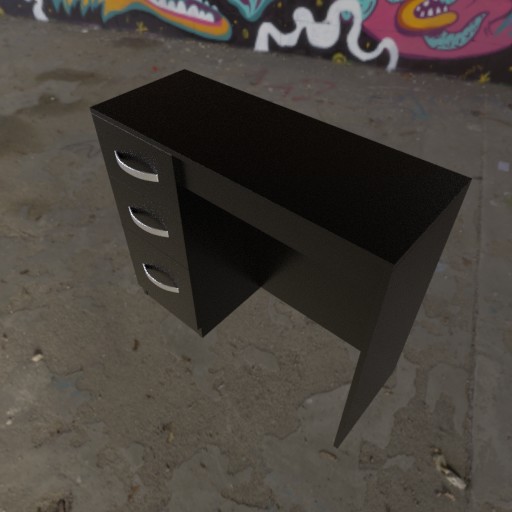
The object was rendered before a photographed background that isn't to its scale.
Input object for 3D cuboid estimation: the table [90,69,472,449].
[{"bbox_3d":[0.000,0.000,1.366,0.930,0.790,0.380,31,52,28],"label":"table"}]
